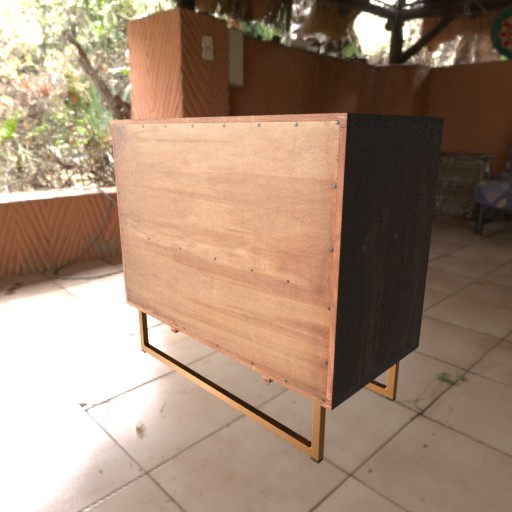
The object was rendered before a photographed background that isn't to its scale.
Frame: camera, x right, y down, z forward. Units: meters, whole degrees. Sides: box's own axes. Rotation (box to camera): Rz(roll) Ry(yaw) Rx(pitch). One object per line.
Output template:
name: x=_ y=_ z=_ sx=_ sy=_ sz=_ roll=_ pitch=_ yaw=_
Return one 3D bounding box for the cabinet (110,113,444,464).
cabinet: x=0.000 y=0.000 z=1.453 sx=0.950 sy=0.860 sz=0.451 roll=15 pitch=22 yaw=43
